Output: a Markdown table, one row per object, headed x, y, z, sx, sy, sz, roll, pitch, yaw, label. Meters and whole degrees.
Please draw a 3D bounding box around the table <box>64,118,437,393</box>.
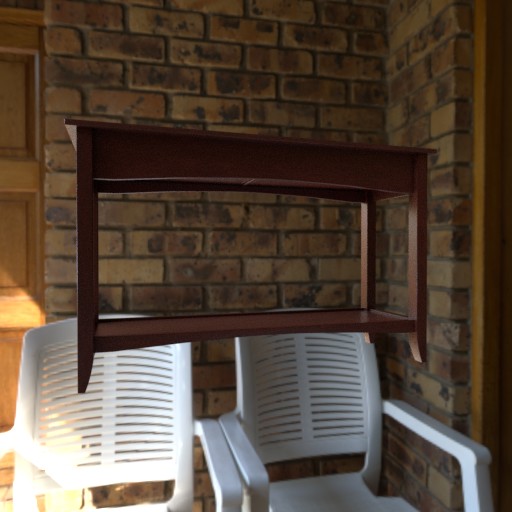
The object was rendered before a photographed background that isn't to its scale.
| x | y | z | sx | sy | sz | roll | pitch | yaw | label |
| --- | --- | --- | --- | --- | --- | --- | --- | --- | --- |
| 0.000 | 0.000 | 1.543 | 1.188 | 0.739 | 0.392 | 0 | 1 | -17 | table |
